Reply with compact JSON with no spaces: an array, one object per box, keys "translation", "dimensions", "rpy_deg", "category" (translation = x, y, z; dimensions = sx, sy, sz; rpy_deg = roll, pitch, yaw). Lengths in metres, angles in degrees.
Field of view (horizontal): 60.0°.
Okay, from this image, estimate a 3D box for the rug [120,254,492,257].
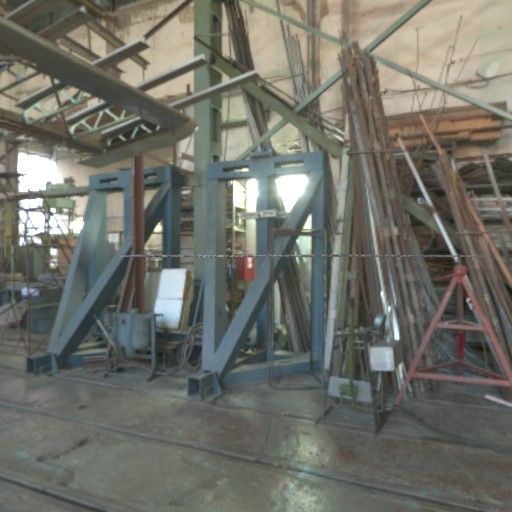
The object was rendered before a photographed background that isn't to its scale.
[{"translation":[0.000,0.000,5.285],"dimensions":[2.997,0.020,4.093],"rpy_deg":[0,0,-19],"category":"rug"}]
